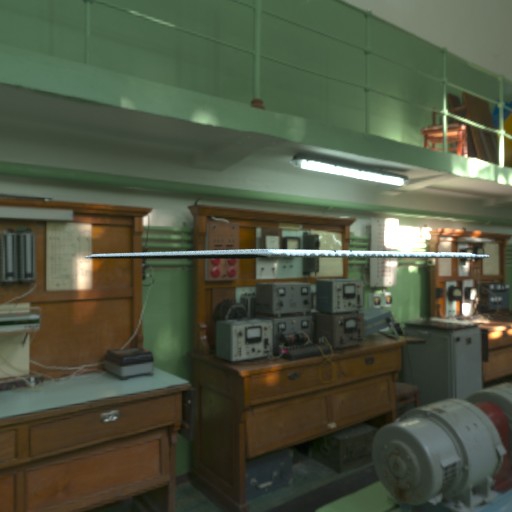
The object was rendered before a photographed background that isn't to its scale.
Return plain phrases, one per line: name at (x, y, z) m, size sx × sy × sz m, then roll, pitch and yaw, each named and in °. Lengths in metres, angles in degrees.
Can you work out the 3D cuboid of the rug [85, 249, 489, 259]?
rug at (0.000, 0.000, 2.876) m, size 1.494 × 0.031 × 2.307 m, roll 0°, pitch -1°, yaw -37°
